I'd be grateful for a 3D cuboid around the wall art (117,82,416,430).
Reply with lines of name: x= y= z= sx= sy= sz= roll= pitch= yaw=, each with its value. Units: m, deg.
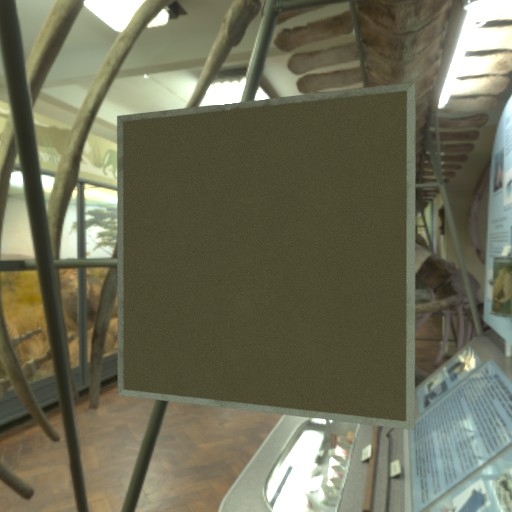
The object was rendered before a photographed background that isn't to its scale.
wall art: x=0.000 y=0.000 z=0.452 sx=0.305 sy=0.303 sz=0.038 roll=0 pitch=0 yaw=18
